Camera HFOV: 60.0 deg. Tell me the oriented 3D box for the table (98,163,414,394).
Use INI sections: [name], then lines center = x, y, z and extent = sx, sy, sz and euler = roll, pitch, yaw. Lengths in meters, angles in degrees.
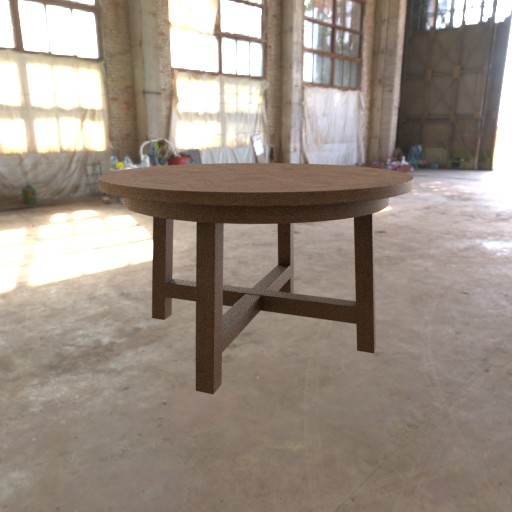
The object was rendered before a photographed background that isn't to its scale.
[table]
center = 0.000, 0.000, 2.060
extent = 1.319, 0.762, 1.319
euler = 0, 16, 0
